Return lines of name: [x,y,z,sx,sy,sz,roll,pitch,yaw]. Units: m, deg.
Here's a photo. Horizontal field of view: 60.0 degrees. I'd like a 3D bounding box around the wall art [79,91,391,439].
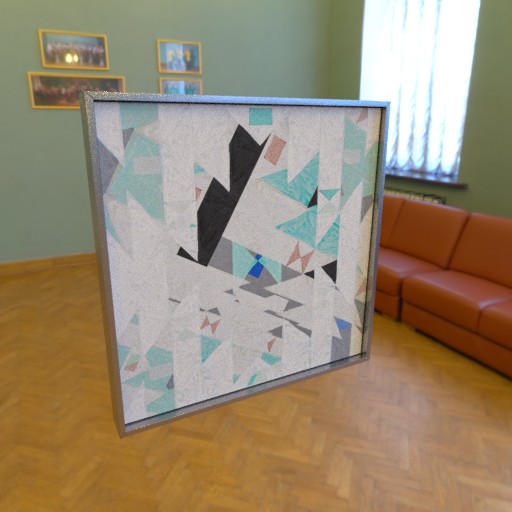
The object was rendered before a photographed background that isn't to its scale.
wall art: [0.000,0.000,0.520,0.350,0.350,0.038,-9,19,-27]
